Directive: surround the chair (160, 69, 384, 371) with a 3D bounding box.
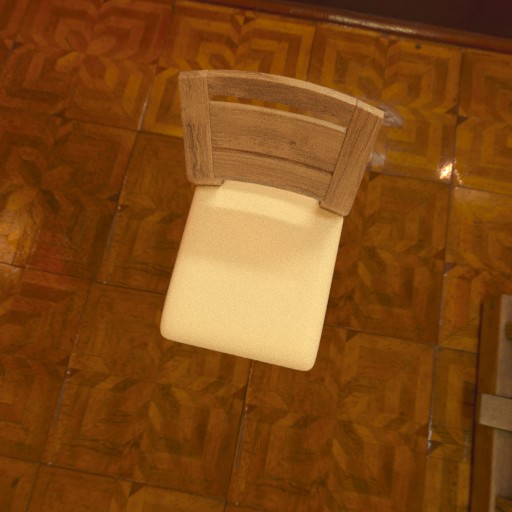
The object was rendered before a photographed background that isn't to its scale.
[{"bbox_3d":[0.000,0.000,1.269,0.457,0.955,0.561,12,76,3],"label":"chair"}]
